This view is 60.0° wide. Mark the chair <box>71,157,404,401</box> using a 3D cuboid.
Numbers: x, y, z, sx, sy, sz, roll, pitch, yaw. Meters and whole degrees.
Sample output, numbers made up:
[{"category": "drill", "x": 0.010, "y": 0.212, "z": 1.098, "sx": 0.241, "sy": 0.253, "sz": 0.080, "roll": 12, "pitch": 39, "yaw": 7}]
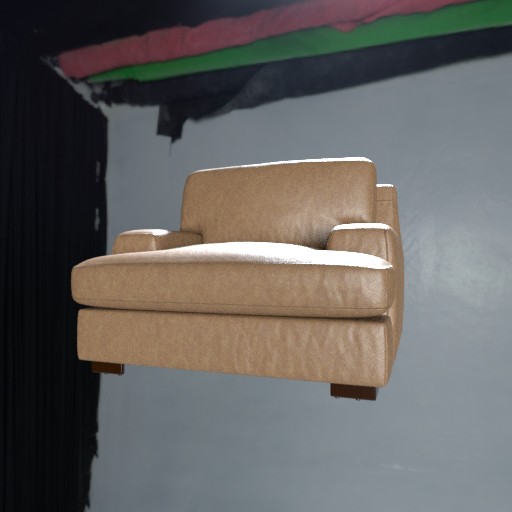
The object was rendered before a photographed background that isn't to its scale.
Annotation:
[{"category": "chair", "x": 0.000, "y": 0.000, "z": 2.027, "sx": 1.276, "sy": 0.978, "sz": 1.050, "roll": 0, "pitch": -1, "yaw": 20}]
